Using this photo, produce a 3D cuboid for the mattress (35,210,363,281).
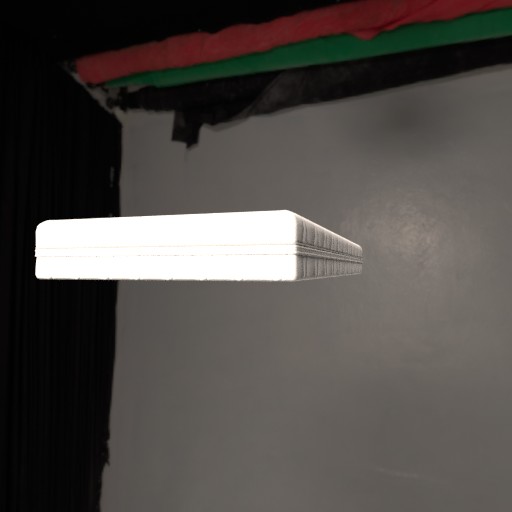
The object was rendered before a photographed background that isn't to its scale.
[{"bbox_3d":[0.000,0.000,2.285,0.900,0.200,2.000,-1,-2,19],"label":"mattress"}]
